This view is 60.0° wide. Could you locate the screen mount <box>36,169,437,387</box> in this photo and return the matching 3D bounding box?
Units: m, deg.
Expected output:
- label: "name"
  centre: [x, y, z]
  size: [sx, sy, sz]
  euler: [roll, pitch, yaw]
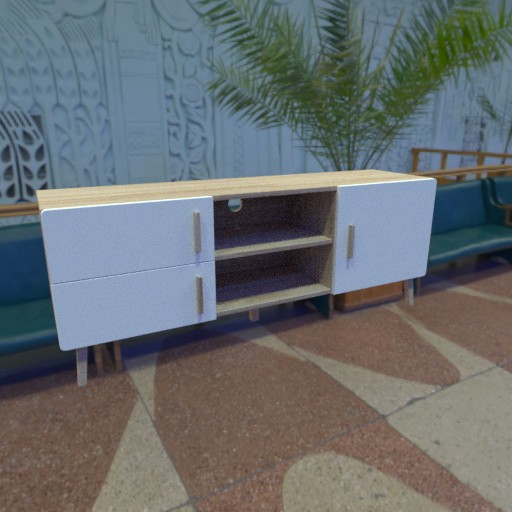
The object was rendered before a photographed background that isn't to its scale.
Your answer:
- label: "screen mount"
  centre: [0.000, 0.000, 1.767]
  size: [1.500, 0.570, 0.420]
  euler: [-8, 19, -26]
